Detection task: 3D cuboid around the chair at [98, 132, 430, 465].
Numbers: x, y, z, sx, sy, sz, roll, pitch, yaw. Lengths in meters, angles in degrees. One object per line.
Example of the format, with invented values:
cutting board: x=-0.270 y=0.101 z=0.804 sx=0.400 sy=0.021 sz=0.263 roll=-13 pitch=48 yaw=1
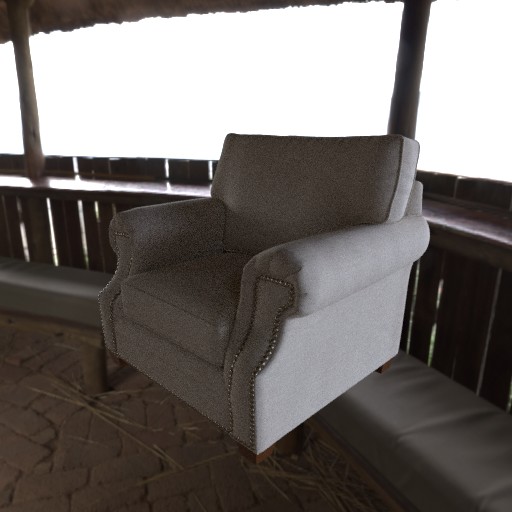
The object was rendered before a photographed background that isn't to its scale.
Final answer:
chair: x=0.000 y=0.000 z=1.806 sx=1.092 sy=0.961 sz=0.965 roll=16 pitch=22 yaw=42
